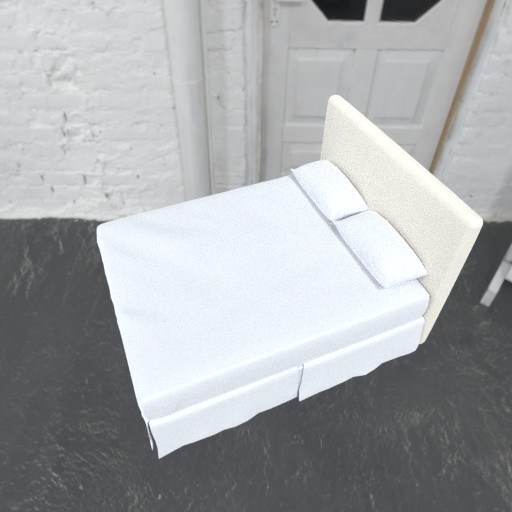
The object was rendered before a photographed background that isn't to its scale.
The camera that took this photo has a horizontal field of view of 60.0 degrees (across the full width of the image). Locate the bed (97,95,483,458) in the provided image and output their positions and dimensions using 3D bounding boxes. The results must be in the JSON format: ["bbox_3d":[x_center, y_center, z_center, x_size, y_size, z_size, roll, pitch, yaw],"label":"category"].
[{"bbox_3d":[0.000,0.000,3.186,2.142,1.330,1.713,-17,49,-15],"label":"bed"}]
